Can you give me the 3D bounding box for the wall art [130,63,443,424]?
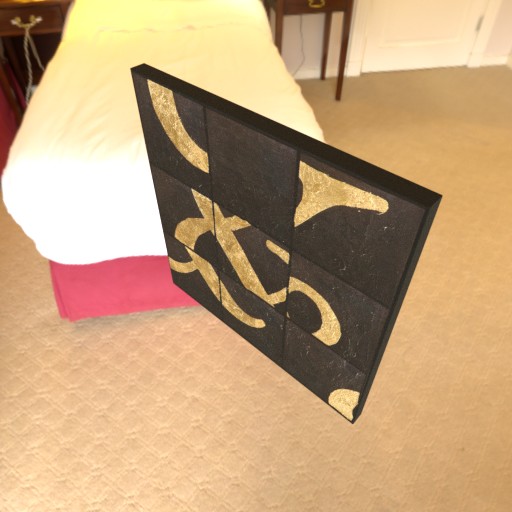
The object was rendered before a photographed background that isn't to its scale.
[{"bbox_3d":[0.000,0.000,1.132,0.758,0.758,0.044,33,54,28],"label":"wall art"}]
